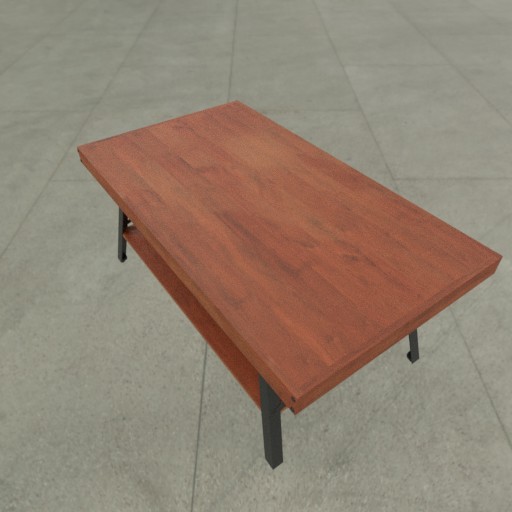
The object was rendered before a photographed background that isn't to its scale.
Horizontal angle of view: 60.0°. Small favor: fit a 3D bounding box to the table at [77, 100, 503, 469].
[{"bbox_3d":[0.000,0.000,1.343,0.610,0.457,1.067,-26,48,-26],"label":"table"}]
